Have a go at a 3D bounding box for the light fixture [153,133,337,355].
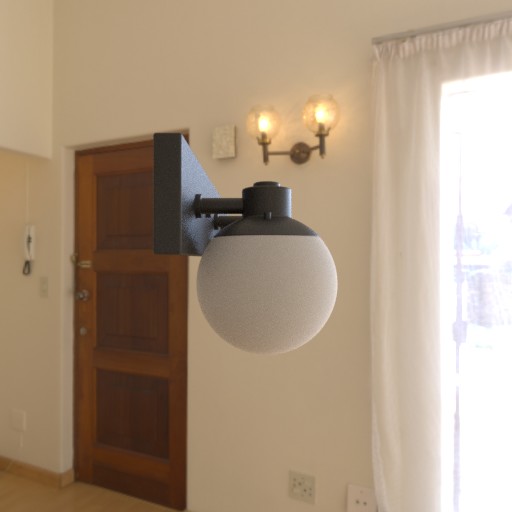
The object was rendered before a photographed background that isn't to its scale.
[{"bbox_3d":[0.000,0.000,0.838,0.218,0.263,0.721,0,0,0],"label":"light fixture"}]
